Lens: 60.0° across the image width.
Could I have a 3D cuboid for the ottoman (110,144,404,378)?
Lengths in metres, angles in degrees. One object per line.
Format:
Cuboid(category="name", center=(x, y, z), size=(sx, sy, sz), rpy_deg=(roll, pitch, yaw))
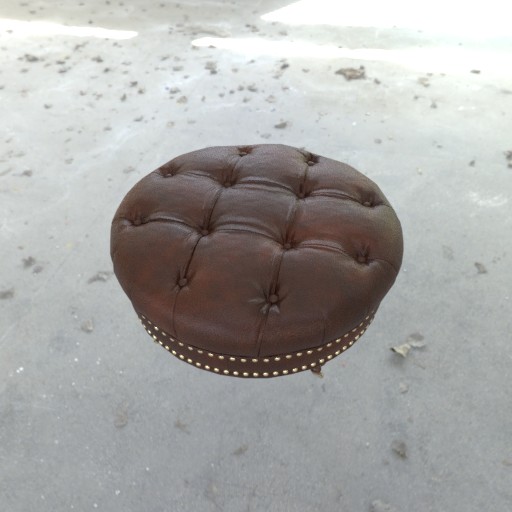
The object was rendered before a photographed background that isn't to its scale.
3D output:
Cuboid(category="ottoman", center=(0.000, 0.000, 1.480), size=(0.901, 0.455, 0.901), rpy_deg=(0, 45, 0))
